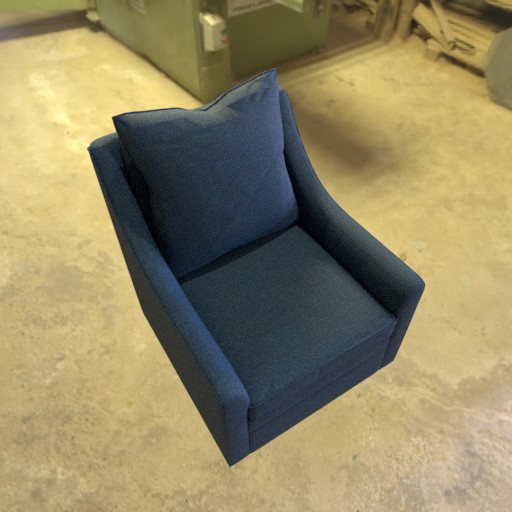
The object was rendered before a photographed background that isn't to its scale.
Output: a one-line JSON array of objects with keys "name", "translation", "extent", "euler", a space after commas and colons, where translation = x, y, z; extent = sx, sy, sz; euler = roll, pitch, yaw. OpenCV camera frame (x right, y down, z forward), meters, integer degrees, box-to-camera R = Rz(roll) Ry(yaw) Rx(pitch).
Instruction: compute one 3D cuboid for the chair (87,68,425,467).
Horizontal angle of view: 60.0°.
[{"name": "chair", "translation": [0.000, 0.000, 1.545], "extent": [0.750, 0.939, 0.870], "euler": [-25, 52, -21]}]
